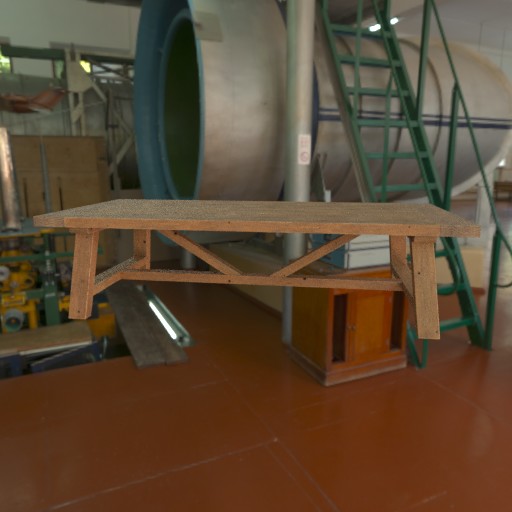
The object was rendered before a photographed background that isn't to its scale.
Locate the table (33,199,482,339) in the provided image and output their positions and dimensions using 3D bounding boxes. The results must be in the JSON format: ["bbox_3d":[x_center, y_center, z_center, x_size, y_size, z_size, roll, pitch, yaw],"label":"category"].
[{"bbox_3d":[0.000,0.000,2.204,1.800,0.465,0.820,2,13,8],"label":"table"}]
